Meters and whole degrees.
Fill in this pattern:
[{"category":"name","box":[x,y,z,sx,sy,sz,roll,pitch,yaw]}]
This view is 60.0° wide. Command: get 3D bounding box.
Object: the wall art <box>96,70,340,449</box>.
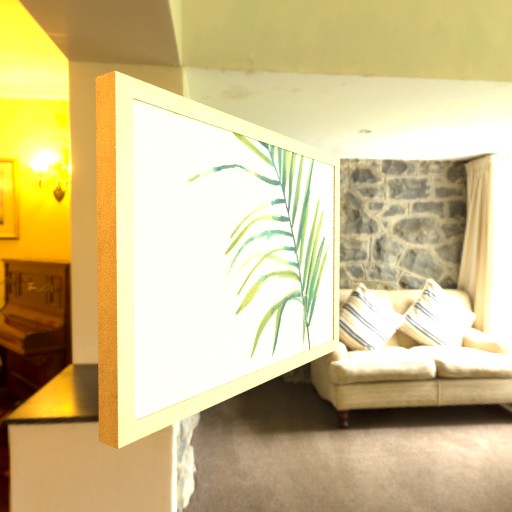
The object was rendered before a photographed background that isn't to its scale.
[{"category":"wall art","box":[0.000,0.000,0.672,0.032,0.380,0.532,1,2,35]}]
